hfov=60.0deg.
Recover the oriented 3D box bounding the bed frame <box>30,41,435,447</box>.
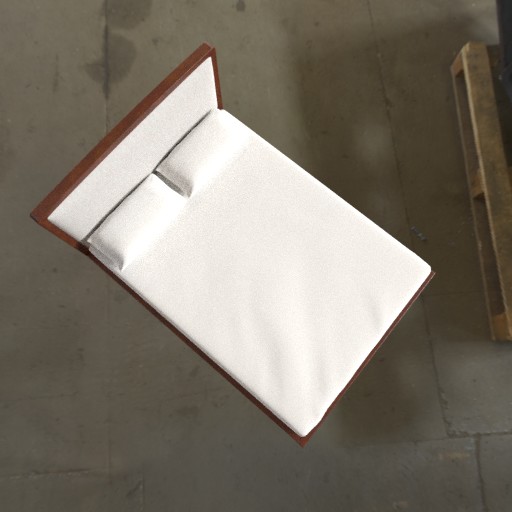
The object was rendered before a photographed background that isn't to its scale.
[{"bbox_3d":[0.000,0.000,3.176,2.171,1.279,1.587,39,79,9],"label":"bed frame"}]
